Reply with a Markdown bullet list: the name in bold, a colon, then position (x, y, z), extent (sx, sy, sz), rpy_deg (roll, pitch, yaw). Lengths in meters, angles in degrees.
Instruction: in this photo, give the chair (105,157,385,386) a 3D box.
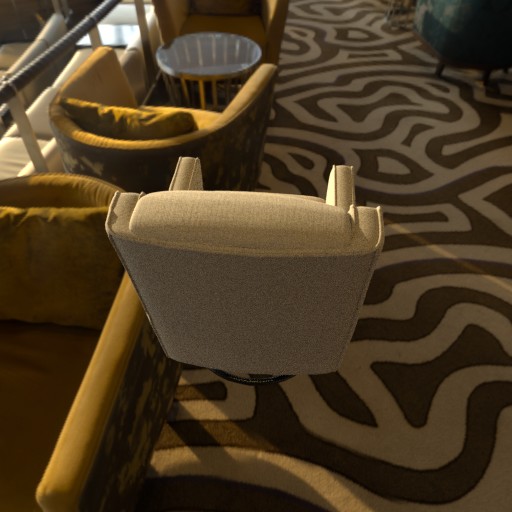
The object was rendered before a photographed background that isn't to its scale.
- **chair**: position (0.000, 0.000, 1.643), extent (0.732, 0.993, 0.879), rpy_deg (4, 46, 4)
